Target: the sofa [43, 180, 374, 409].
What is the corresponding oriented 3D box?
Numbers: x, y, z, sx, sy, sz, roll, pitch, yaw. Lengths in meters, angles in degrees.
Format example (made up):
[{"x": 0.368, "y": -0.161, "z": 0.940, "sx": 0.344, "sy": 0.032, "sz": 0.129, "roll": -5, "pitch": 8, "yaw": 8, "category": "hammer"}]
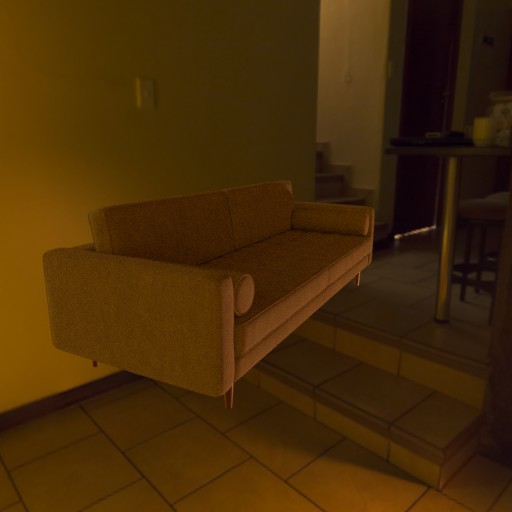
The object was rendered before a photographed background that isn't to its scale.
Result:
[{"x": 0.000, "y": 0.000, "z": 2.647, "sx": 0.919, "sy": 0.770, "sz": 2.200, "roll": 7, "pitch": 15, "yaw": 27, "category": "sofa"}]
